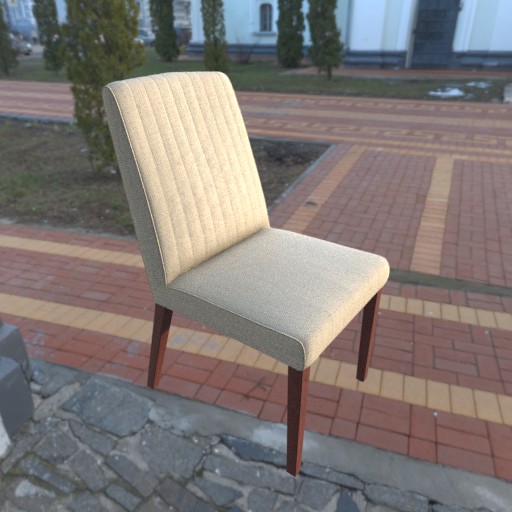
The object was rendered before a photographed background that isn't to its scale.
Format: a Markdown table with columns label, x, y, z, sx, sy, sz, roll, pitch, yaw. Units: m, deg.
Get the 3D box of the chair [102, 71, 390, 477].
| label | x | y | z | sx | sy | sz | roll | pitch | yaw |
| --- | --- | --- | --- | --- | --- | --- | --- | --- | --- |
| chair | 0.000 | 0.000 | 1.206 | 0.594 | 0.900 | 0.480 | 18 | 32 | 32 |
